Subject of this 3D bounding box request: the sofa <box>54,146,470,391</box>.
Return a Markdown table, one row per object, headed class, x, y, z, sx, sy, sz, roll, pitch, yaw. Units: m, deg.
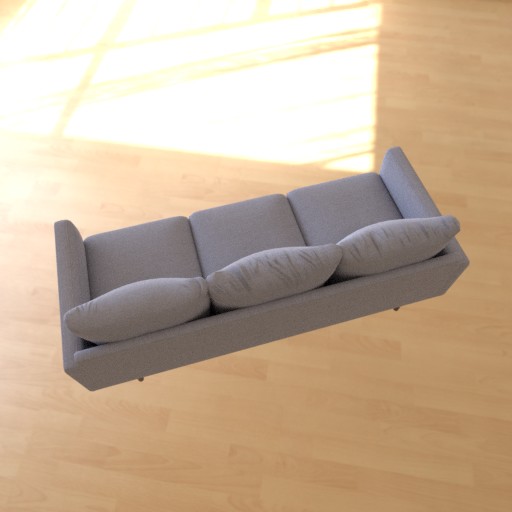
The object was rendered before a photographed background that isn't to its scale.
| class | x | y | z | sx | sy | sz | roll | pitch | yaw |
| --- | --- | --- | --- | --- | --- | --- | --- | --- | --- |
| sofa | 0.000 | 0.000 | 2.409 | 2.000 | 0.830 | 0.850 | -14 | 61 | -8 |
